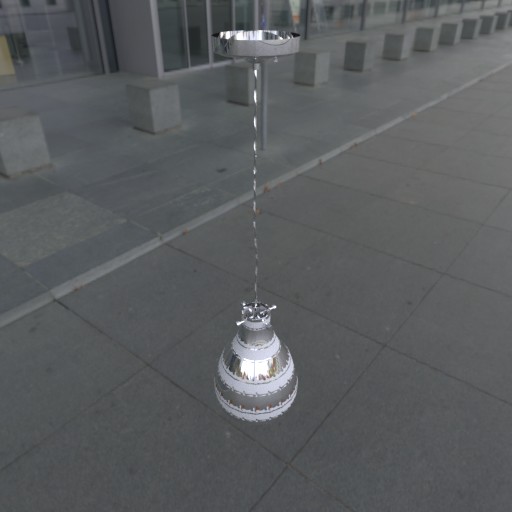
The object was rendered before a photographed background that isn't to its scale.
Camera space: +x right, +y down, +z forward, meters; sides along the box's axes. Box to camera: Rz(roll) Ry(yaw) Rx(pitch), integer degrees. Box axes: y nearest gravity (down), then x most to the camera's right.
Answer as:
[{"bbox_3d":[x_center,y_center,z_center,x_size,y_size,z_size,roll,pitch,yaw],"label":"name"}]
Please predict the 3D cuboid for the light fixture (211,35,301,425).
[{"bbox_3d":[0.000,0.000,1.625,0.374,1.457,0.374,-21,38,-30],"label":"light fixture"}]
